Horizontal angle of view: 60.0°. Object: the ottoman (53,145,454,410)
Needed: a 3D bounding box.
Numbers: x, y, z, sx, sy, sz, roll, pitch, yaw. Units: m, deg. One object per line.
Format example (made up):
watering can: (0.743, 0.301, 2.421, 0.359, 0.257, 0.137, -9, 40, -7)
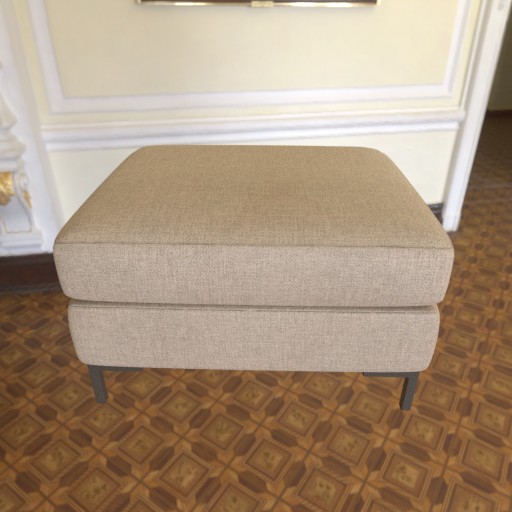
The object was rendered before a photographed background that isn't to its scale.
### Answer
ottoman: (0.000, 0.000, 1.220, 0.820, 0.490, 0.671, 1, 30, 1)
